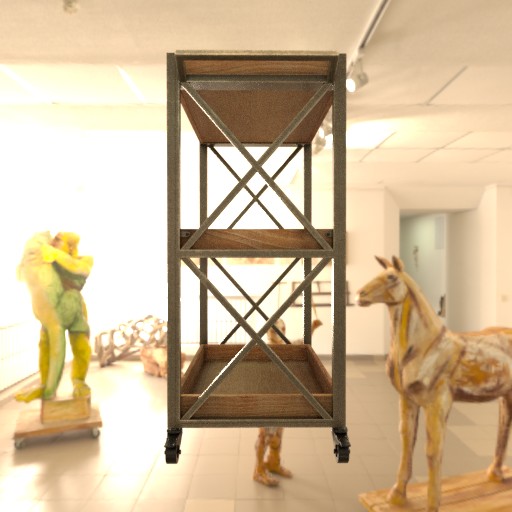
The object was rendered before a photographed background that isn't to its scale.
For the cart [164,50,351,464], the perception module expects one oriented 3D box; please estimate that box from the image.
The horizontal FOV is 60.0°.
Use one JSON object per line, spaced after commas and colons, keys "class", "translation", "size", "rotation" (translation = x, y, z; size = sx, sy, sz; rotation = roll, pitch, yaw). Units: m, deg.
{"class": "cart", "translation": [0.000, 0.000, 1.189], "size": [0.377, 0.835, 0.673], "rotation": [0, 1, -1]}
